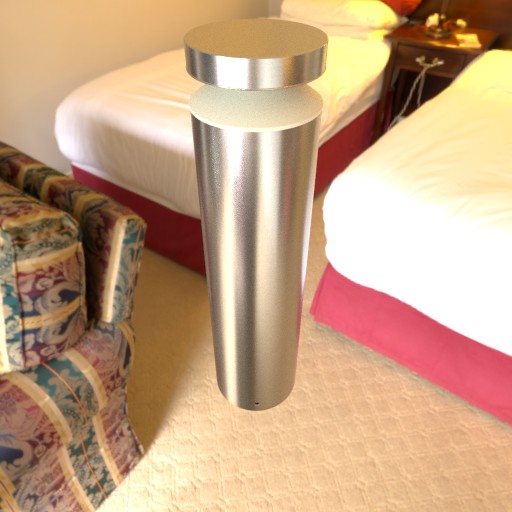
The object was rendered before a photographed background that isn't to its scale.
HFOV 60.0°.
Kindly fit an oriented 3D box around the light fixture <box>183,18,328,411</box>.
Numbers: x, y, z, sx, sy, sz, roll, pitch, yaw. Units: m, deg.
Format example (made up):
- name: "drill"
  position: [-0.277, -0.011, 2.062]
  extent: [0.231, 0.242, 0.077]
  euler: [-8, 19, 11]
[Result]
- name: "light fixture"
  position: [0.000, 0.000, 0.437]
  extent: [0.102, 0.400, 0.102]
  euler: [-1, 40, -1]
